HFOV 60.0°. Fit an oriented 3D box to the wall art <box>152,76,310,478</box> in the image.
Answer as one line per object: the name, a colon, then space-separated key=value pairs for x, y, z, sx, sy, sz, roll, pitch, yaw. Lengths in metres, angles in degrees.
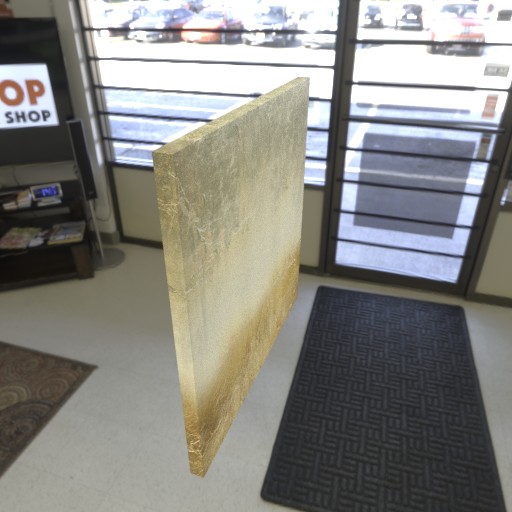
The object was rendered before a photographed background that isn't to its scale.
wall art: x=0.000 y=0.000 z=1.636 sx=0.051 sy=1.091 sz=1.092 roll=11 pitch=32 yaw=18
